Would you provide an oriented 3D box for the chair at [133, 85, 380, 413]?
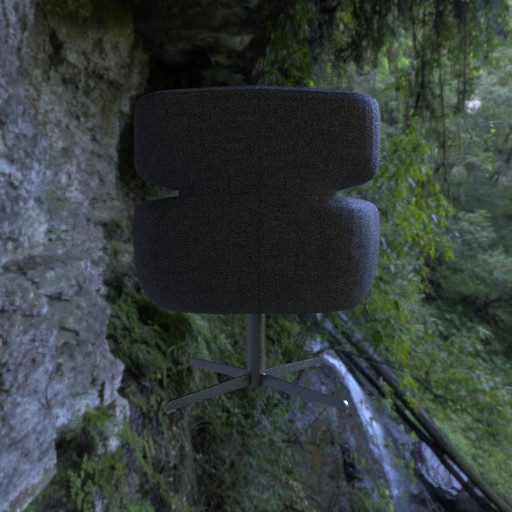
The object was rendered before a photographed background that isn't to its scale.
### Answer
[{"bbox_3d":[0.000,0.000,1.360,0.706,0.812,0.715,0,1,-1],"label":"chair"}]
